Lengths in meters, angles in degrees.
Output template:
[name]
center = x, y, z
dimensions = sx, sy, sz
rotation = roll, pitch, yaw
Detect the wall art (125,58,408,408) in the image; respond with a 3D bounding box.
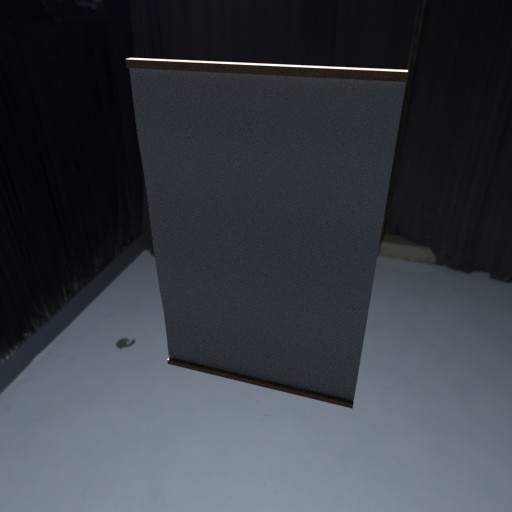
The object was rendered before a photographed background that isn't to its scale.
[wall art]
center = 0.000, 0.000, 0.635
dimensions = 0.332, 0.508, 0.012
rotation = 9, 32, 15
